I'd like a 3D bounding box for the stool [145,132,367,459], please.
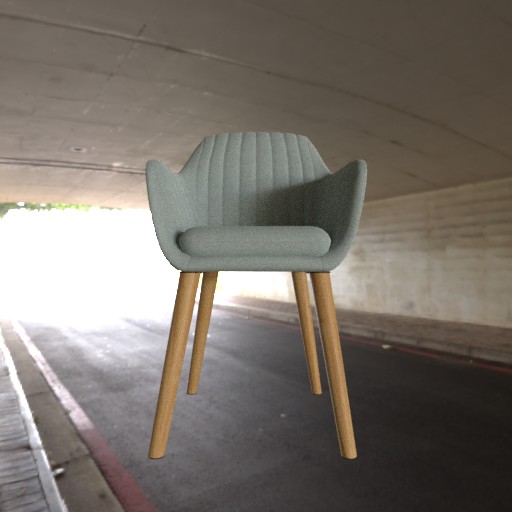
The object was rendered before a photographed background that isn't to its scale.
[{"bbox_3d":[0.000,0.000,1.192,0.503,0.830,0.590,0,-1,0],"label":"stool"}]
